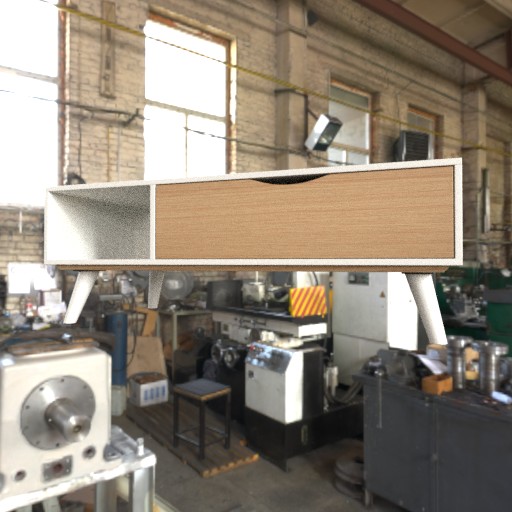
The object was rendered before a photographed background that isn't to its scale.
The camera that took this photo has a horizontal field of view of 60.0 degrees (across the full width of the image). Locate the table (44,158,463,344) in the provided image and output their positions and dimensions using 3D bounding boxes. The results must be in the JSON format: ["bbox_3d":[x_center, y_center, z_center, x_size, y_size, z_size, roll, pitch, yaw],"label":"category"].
[{"bbox_3d":[0.000,0.000,1.481,1.194,0.432,0.609,0,-1,19],"label":"table"}]
